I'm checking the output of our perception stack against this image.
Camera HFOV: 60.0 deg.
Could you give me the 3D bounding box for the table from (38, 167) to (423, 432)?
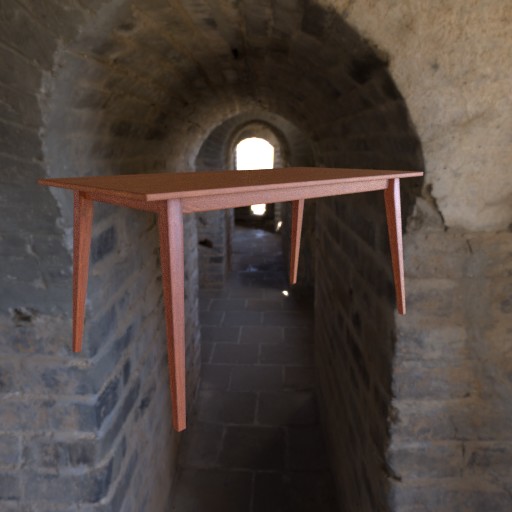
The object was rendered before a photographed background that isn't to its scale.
[{"bbox_3d":[0.000,0.000,2.095,1.609,0.755,0.811,-13,19,-43],"label":"table"}]
